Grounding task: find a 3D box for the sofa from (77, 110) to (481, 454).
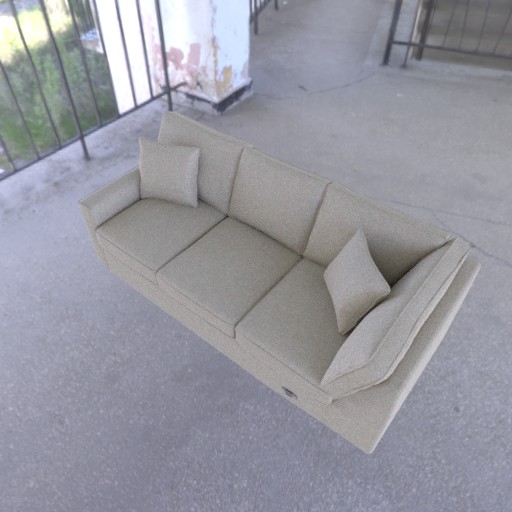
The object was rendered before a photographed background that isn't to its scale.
[{"bbox_3d":[0.000,0.000,2.811,2.317,0.962,1.061,30,53,26],"label":"sofa"}]
